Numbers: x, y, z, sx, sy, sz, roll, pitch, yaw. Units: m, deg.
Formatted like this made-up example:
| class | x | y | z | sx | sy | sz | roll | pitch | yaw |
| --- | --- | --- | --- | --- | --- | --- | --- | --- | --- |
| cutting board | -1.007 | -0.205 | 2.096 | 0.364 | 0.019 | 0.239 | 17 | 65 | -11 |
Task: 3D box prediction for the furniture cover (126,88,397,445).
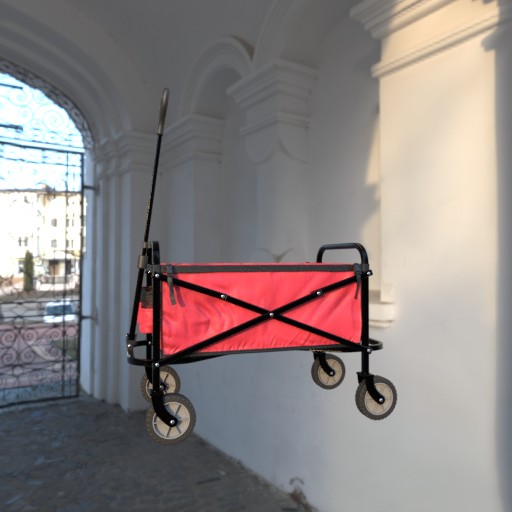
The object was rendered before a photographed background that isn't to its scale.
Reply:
| class | x | y | z | sx | sy | sz | roll | pitch | yaw |
| --- | --- | --- | --- | --- | --- | --- | --- | --- | --- |
| furniture cover | 0.000 | 0.000 | 1.844 | 1.038 | 1.295 | 0.532 | 0 | 0 | -17 |
